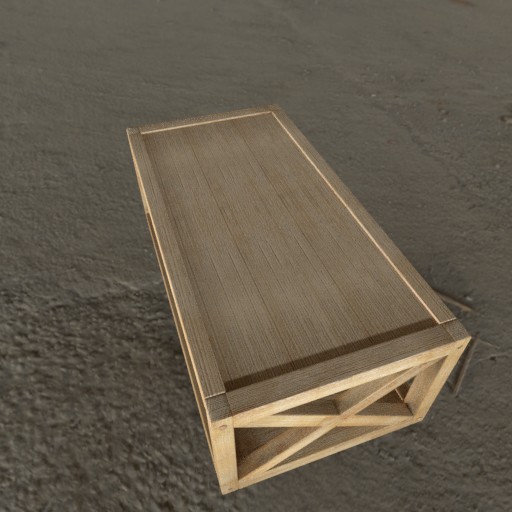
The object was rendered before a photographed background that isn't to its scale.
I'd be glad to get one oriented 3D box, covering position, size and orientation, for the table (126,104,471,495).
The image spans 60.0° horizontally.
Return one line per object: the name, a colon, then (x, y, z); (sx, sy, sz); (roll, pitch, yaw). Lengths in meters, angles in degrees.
table: (0.000, 0.000, 1.602); (0.660, 0.457, 1.321); (-14, 47, -14)
